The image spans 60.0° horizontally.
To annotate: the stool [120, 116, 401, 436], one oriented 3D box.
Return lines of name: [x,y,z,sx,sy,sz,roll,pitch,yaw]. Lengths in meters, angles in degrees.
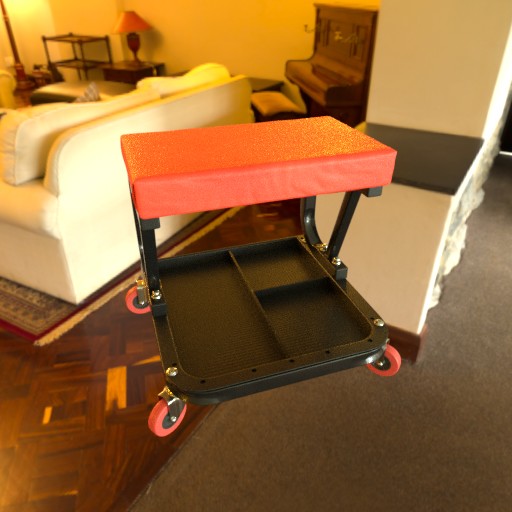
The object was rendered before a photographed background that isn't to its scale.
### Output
stool: [0.000,0.000,0.743,0.446,0.380,0.371,-10,33,-16]
